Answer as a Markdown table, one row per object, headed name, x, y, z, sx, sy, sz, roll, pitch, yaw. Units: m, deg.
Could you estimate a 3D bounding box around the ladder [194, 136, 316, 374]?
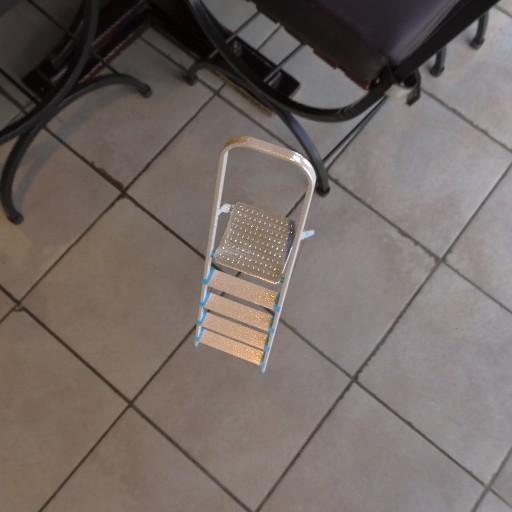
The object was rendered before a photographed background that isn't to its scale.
| name | x | y | z | sx | sy | sz | roll | pitch | yaw |
| --- | --- | --- | --- | --- | --- | --- | --- | --- | --- |
| ladder | 0.000 | 0.000 | 2.057 | 0.468 | 1.648 | 0.990 | 20 | 77 | 5 |
